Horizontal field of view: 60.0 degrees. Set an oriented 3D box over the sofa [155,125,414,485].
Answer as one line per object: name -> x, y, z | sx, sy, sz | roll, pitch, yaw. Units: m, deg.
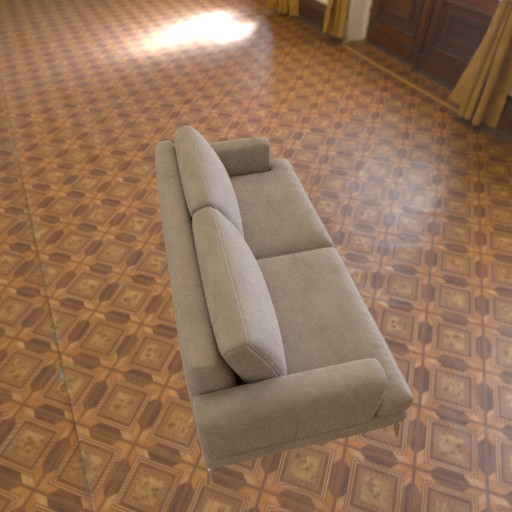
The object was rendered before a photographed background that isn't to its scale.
sofa -> 0.000, 0.000, 2.506 | 0.980, 0.830, 2.013 | -10, 45, -10
